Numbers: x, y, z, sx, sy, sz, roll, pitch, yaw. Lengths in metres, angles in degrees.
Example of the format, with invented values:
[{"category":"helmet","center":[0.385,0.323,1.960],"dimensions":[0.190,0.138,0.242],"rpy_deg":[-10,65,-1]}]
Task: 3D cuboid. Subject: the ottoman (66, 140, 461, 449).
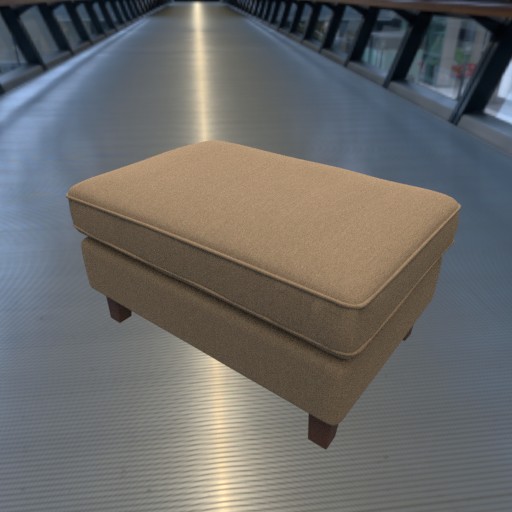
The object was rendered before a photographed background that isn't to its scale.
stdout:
[{"category":"ottoman","center":[0.000,0.000,1.318],"dimensions":[0.945,0.521,0.636],"rpy_deg":[21,36,32]}]
